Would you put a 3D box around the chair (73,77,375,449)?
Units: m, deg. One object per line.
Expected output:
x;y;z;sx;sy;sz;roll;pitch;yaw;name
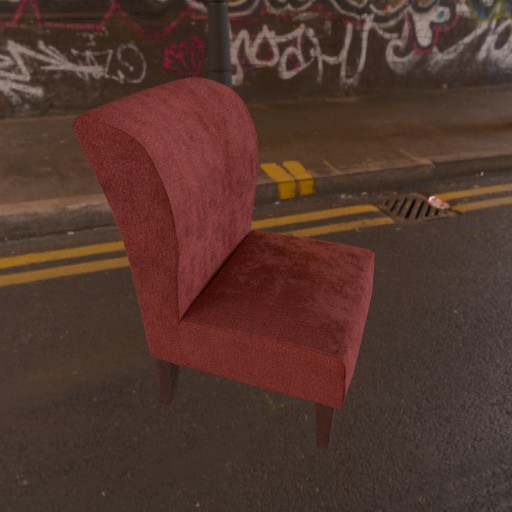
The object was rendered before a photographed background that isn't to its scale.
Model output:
0.000;0.000;1.237;0.640;0.846;0.538;11;32;17;chair
